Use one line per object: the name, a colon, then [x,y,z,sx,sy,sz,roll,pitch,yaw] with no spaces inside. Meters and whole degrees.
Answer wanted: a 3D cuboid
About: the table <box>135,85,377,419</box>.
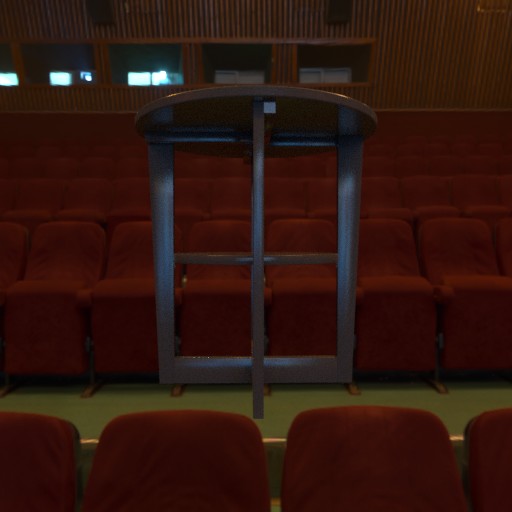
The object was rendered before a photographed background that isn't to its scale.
table: [0.000,0.000,0.953,0.500,0.550,0.500,0,1,0]
